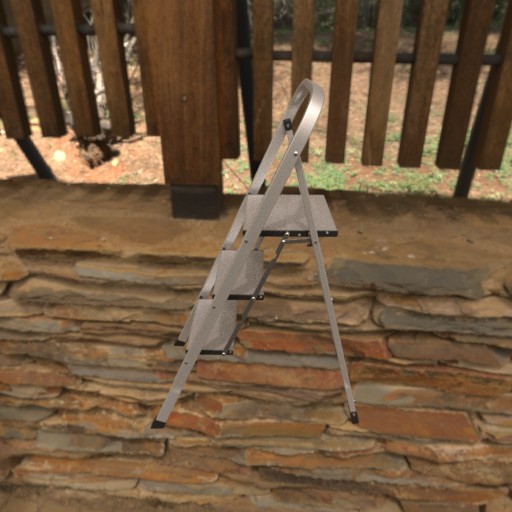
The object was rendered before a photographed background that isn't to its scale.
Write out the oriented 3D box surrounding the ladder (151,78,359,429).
[{"bbox_3d":[0.000,0.000,1.450,0.704,1.070,0.465,0,27,1],"label":"ladder"}]
